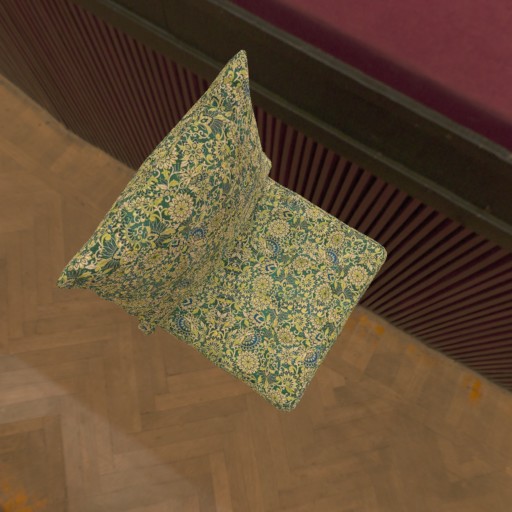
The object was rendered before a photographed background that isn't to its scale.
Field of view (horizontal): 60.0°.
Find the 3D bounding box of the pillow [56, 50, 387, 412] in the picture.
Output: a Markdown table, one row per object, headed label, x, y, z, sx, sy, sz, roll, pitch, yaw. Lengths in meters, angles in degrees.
| label | x | y | z | sx | sy | sz | roll | pitch | yaw |
| --- | --- | --- | --- | --- | --- | --- | --- | --- | --- |
| pillow | 0.000 | 0.000 | 1.383 | 0.740 | 0.722 | 0.798 | 33 | 77 | 9 |
